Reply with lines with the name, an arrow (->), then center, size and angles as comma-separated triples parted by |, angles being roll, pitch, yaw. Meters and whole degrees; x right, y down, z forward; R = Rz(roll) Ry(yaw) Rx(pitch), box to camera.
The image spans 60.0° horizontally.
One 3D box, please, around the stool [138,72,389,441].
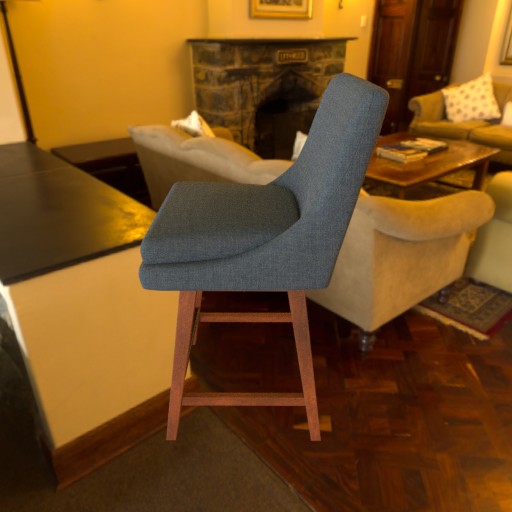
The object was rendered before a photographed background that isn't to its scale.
stool -> 0.000, 0.000, 1.196 | 0.524, 0.895, 0.467 | 0, 27, 0
